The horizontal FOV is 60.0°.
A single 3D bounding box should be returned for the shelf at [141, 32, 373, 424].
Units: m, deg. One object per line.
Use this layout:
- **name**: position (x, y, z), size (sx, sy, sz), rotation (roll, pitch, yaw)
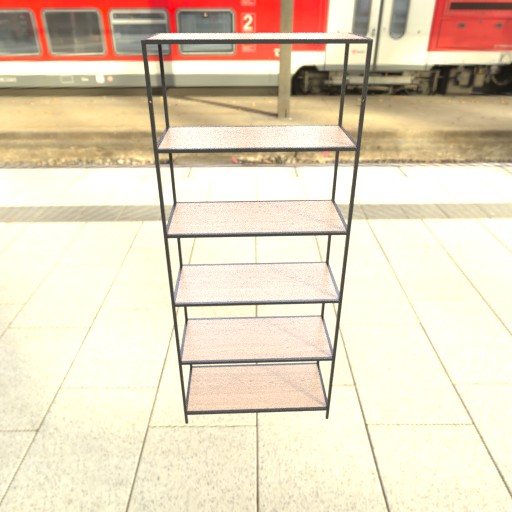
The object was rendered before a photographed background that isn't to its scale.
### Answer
- **shelf**: position (0.000, 0.000, 2.076), size (0.770, 1.850, 0.350), rotation (-1, 30, -2)
